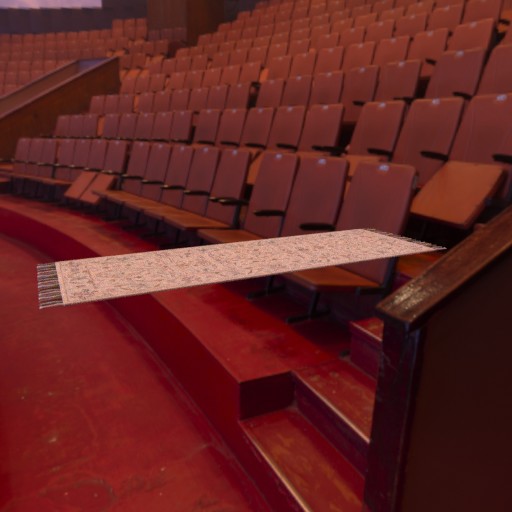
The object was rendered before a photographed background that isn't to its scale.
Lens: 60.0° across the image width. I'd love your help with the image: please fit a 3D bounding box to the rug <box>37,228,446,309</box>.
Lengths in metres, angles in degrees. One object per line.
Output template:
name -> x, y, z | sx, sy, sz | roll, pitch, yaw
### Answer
rug -> 0.000, 0.000, 2.744 | 2.440, 0.013, 0.769 | -7, 16, -25
